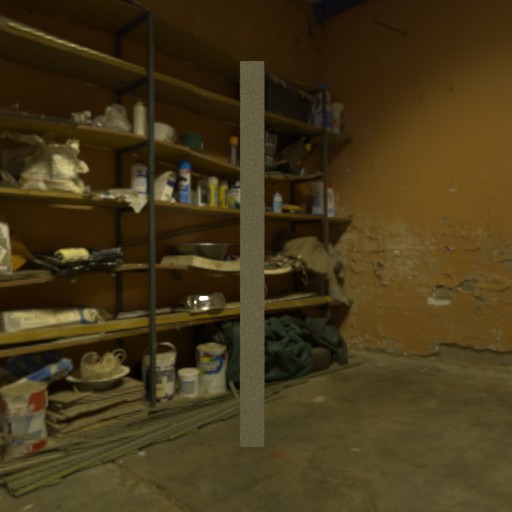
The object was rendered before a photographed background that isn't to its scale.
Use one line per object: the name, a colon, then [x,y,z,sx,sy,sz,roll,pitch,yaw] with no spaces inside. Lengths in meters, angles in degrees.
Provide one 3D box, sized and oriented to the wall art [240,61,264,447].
wall art: [0.000,0.000,1.159,0.038,0.610,0.915,0,-1,1]
